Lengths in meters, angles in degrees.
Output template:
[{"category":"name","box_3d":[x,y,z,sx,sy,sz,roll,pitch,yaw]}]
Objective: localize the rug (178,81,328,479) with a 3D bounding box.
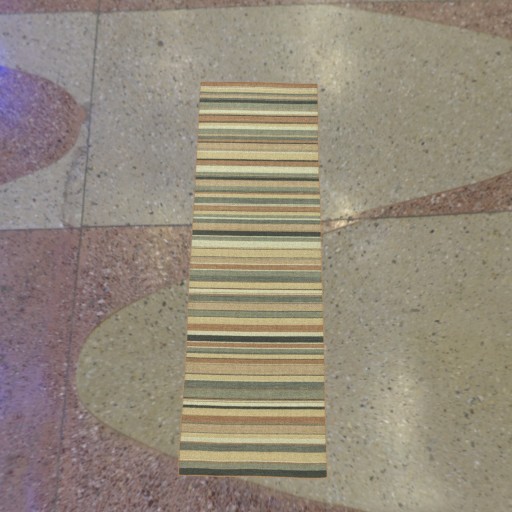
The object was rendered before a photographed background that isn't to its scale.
[{"category":"rug","box_3d":[0.000,0.000,2.679,0.799,0.010,2.444,1,75,0]}]
